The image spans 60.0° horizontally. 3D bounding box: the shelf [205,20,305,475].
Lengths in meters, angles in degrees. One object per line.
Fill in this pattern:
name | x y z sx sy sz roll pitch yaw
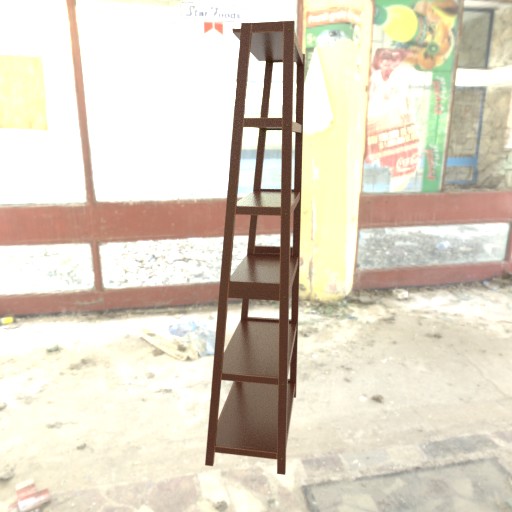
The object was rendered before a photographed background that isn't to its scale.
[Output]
shelf | 0.000 0.000 2.136 0.381 1.892 0.660 2 15 9
